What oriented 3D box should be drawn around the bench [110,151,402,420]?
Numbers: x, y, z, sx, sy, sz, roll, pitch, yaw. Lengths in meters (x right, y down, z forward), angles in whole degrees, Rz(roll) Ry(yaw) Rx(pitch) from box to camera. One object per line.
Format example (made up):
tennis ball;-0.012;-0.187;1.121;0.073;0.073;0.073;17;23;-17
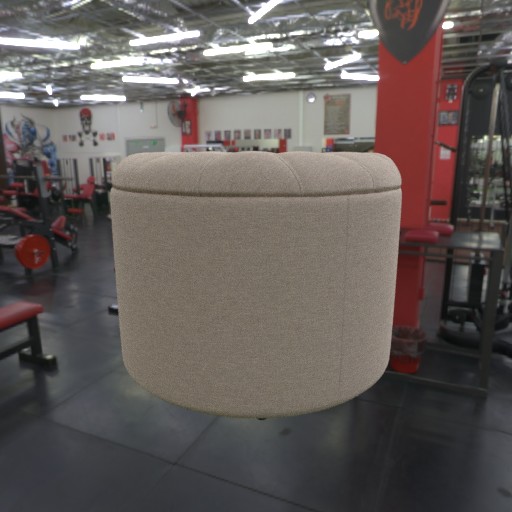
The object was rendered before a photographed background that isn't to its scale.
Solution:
bench;0.000;0.000;0.987;0.600;0.454;0.600;0;13;0
